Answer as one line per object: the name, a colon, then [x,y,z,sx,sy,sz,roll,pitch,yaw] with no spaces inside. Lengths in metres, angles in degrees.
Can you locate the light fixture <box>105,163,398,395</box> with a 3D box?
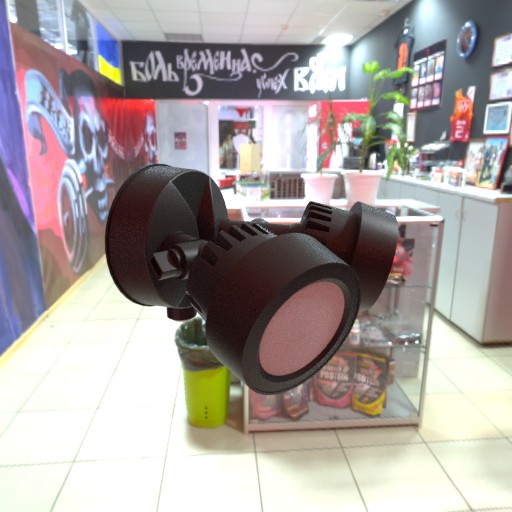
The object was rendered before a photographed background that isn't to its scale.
light fixture: [0.000,0.000,0.302,0.168,0.120,0.213,8,16,27]
